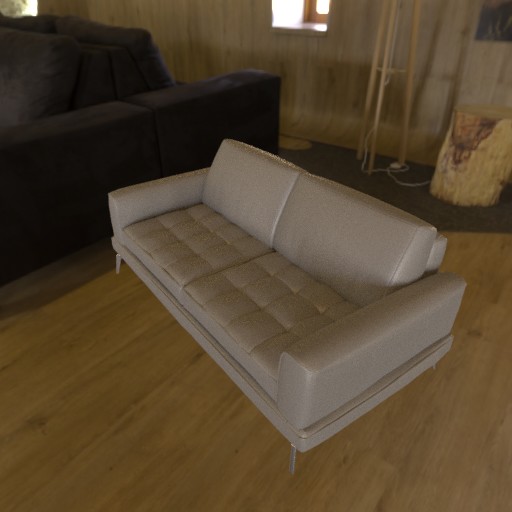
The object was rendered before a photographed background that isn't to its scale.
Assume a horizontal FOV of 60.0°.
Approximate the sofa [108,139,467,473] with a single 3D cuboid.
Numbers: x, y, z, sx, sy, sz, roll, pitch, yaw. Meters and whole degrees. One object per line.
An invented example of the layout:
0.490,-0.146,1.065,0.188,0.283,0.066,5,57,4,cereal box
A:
0.000,0.000,2.708,1.121,0.930,2.177,-21,37,-30,sofa
